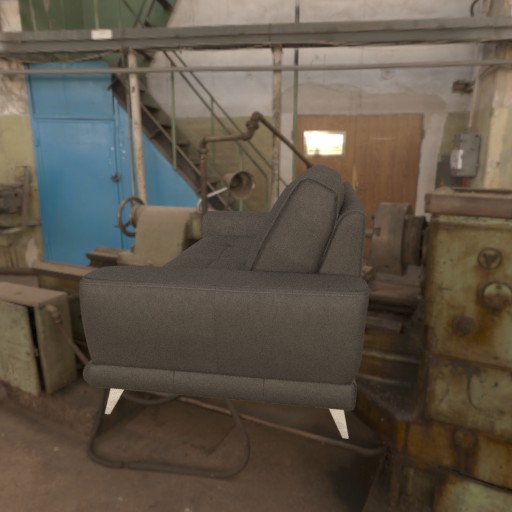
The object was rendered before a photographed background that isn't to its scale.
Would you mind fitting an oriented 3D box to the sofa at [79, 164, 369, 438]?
[{"bbox_3d":[0.000,0.000,2.323,1.018,0.907,1.806,2,14,9],"label":"sofa"}]
